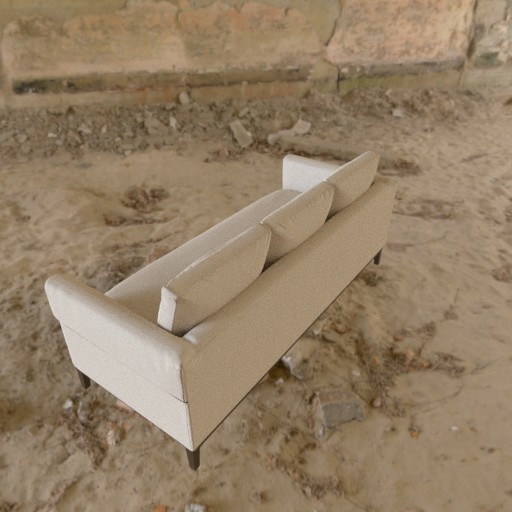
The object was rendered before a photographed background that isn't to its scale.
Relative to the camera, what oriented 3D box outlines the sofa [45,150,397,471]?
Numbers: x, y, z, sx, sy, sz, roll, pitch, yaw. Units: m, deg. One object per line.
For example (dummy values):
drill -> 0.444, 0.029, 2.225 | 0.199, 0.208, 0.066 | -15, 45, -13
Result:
sofa -> 0.000, 0.000, 2.710 | 0.902, 0.911, 2.198 | 21, 38, 30
